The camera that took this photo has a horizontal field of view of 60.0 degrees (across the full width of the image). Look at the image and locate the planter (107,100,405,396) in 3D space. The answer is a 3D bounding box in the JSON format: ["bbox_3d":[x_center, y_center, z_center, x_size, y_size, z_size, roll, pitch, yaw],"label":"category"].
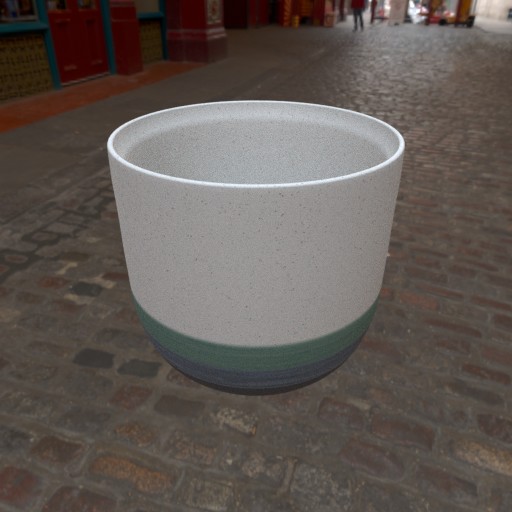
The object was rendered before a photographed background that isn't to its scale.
[{"bbox_3d":[0.000,0.000,0.480,0.268,0.270,0.268,0,31,0],"label":"planter"}]
